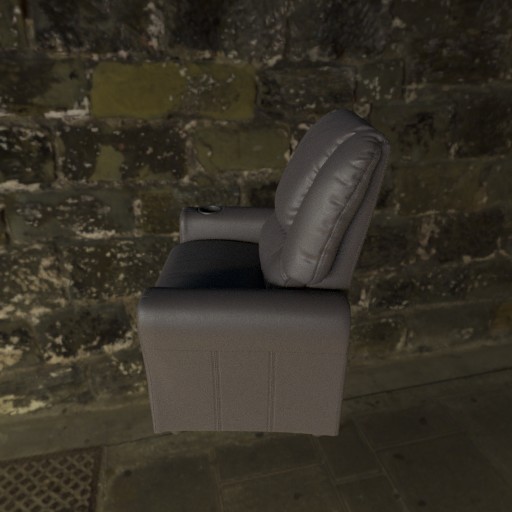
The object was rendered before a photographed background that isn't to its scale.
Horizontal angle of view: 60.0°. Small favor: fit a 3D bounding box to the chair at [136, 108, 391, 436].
[{"bbox_3d":[0.000,0.000,1.141,0.521,0.709,0.610,0,26,1],"label":"chair"}]
